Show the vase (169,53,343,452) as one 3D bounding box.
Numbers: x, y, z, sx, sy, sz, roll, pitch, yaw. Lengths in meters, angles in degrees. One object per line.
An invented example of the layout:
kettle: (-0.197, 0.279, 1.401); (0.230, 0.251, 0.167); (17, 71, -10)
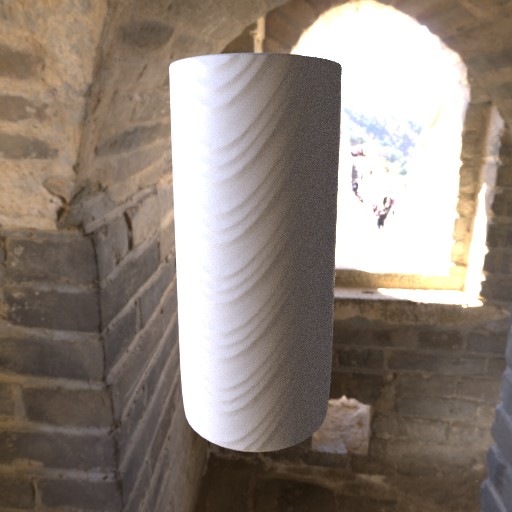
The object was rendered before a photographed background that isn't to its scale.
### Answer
vase: (0.000, 0.000, 0.399); (0.143, 0.316, 0.143); (0, 15, 0)
